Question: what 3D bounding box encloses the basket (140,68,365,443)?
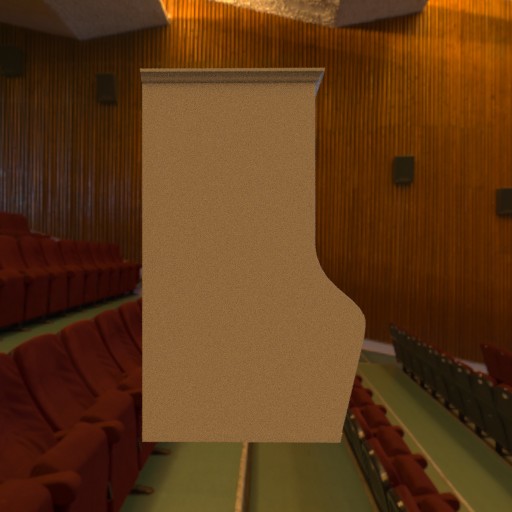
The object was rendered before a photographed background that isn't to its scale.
[{"bbox_3d":[0.000,0.000,1.131,0.376,0.625,0.792,0,0,1],"label":"basket"}]
